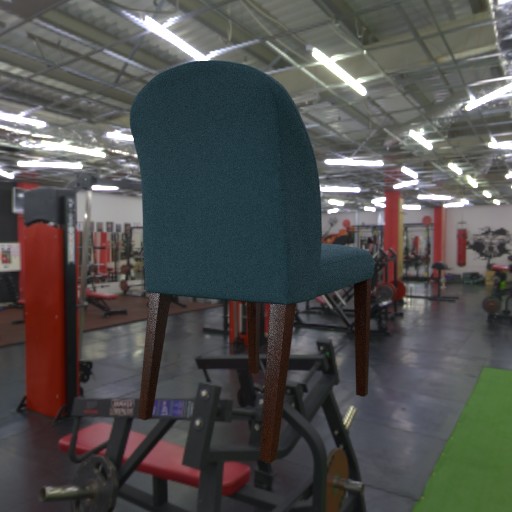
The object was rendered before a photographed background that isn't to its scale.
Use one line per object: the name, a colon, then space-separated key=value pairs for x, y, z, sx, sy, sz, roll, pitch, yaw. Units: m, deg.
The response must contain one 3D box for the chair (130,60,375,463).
chair: x=0.000 y=0.000 z=1.266 sx=0.507 sy=0.879 sz=0.620 roll=1 pitch=2 yaw=36
